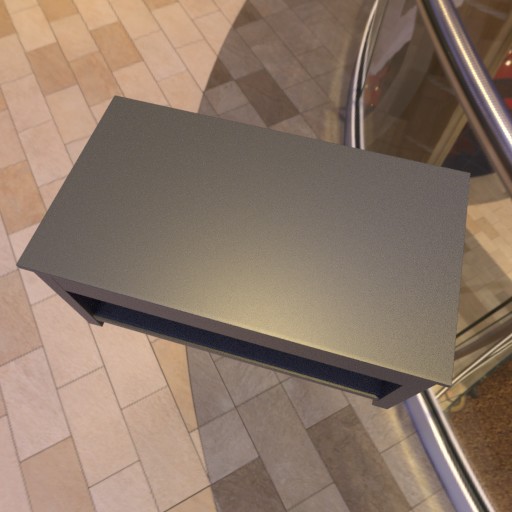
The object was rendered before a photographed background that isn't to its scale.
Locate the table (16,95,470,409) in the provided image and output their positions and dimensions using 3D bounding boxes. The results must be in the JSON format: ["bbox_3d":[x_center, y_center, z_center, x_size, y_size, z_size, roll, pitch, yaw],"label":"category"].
[{"bbox_3d":[0.000,0.000,1.388,1.068,0.493,0.612,14,64,7],"label":"table"}]
